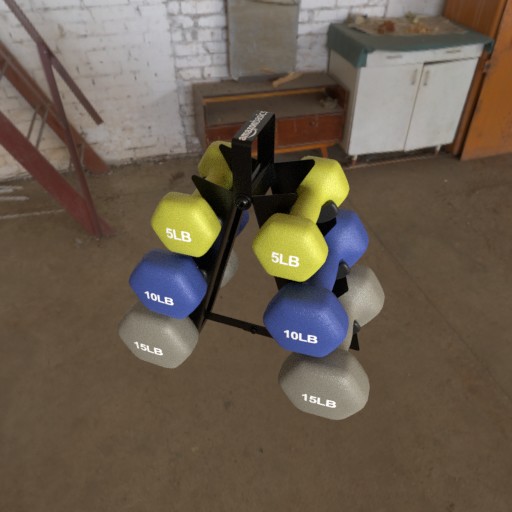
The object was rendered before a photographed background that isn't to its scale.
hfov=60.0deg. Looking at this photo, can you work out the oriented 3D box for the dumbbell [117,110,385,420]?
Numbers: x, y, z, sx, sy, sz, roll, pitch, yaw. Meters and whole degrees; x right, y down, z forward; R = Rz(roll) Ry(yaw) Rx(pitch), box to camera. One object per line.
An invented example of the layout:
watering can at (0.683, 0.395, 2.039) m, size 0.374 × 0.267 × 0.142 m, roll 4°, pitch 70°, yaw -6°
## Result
dumbbell at (0.000, 0.000, 0.683) m, size 0.416 × 0.426 × 0.261 m, roll 13°, pitch 43°, yaw 15°
